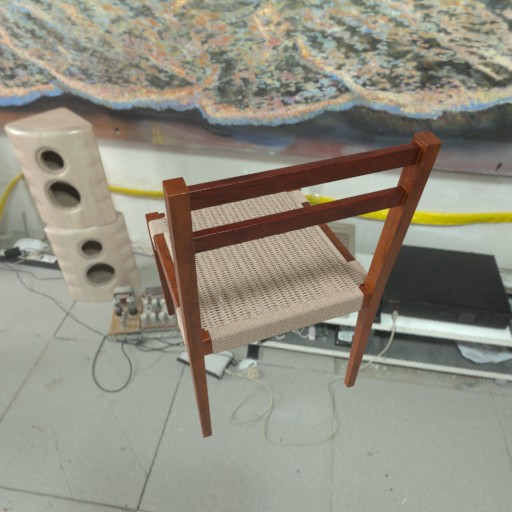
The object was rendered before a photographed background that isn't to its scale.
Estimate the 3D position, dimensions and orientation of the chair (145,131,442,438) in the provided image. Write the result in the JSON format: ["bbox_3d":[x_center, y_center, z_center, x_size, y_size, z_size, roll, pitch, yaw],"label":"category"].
[{"bbox_3d":[0.000,0.000,1.192,0.495,0.851,0.569,-14,43,-15],"label":"chair"}]
